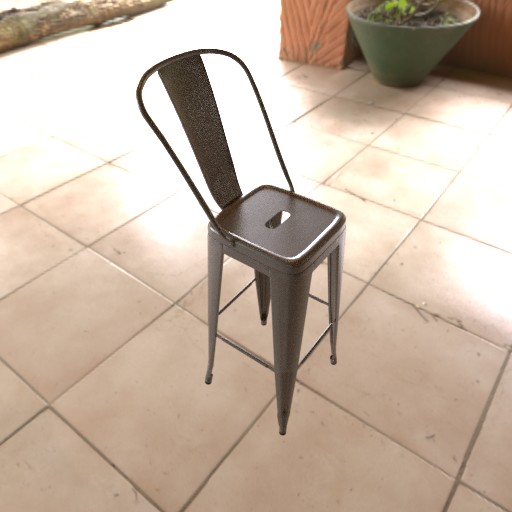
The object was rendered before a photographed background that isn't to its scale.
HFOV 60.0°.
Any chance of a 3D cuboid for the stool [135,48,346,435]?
[{"bbox_3d":[0.000,0.000,1.369,0.513,1.096,0.399,26,47,27],"label":"stool"}]
